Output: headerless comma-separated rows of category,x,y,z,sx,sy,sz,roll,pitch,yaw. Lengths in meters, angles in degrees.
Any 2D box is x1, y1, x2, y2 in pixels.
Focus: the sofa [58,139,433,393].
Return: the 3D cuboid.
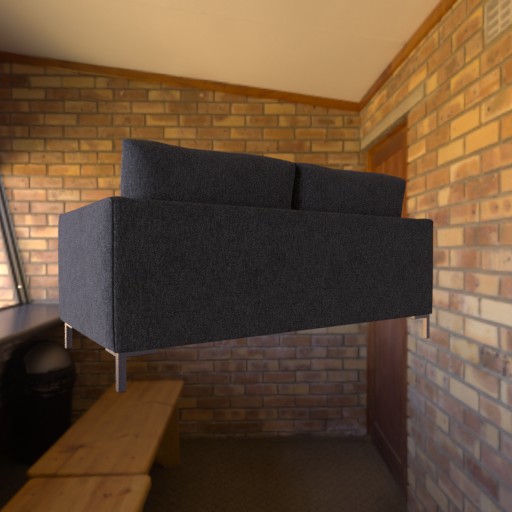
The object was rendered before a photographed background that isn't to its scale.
sofa,0.000,0.000,2.211,1.716,0.862,0.866,0,0,-34
